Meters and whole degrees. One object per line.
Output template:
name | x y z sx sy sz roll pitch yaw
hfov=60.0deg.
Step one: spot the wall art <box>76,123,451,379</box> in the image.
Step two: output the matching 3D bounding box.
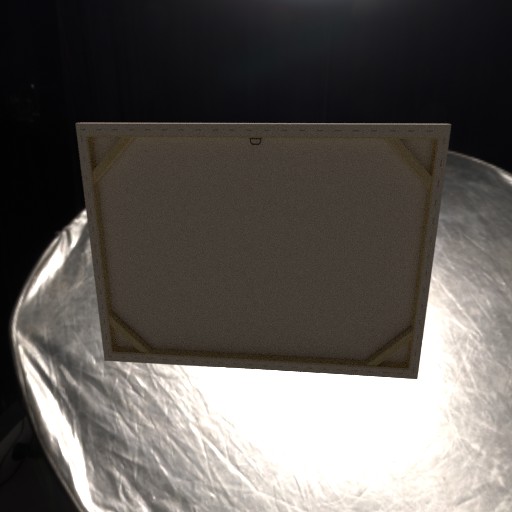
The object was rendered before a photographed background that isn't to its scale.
wall art | 0.000 0.000 1.330 1.016 0.762 0.038 2 18 6
